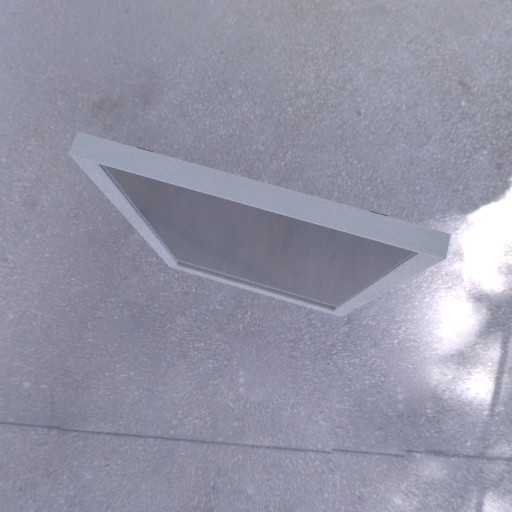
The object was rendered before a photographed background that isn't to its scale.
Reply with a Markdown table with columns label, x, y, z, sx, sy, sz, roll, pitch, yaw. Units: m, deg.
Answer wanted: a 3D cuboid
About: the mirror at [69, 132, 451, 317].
| label | x | y | z | sx | sy | sz | roll | pitch | yaw |
| --- | --- | --- | --- | --- | --- | --- | --- | --- | --- |
| mirror | 0.000 | 0.000 | 0.919 | 0.507 | 0.710 | 0.039 | 16 | 77 | 4 |
